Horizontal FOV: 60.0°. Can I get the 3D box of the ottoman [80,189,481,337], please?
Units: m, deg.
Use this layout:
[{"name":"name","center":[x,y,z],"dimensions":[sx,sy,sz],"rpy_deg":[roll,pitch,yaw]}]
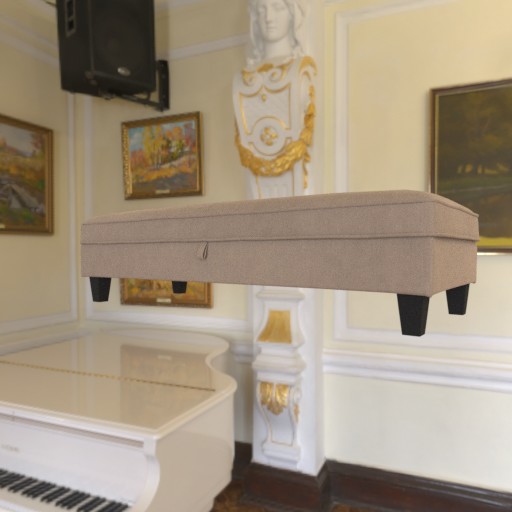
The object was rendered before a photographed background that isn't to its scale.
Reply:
[{"name":"ottoman","center":[0.000,0.000,1.987],"dimensions":[1.726,0.460,0.735],"rpy_deg":[0,0,36]}]
